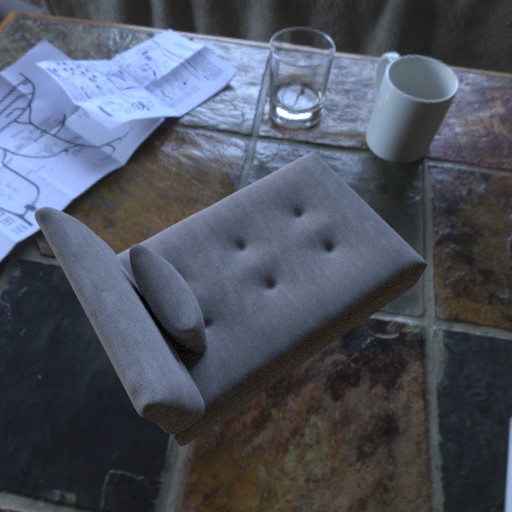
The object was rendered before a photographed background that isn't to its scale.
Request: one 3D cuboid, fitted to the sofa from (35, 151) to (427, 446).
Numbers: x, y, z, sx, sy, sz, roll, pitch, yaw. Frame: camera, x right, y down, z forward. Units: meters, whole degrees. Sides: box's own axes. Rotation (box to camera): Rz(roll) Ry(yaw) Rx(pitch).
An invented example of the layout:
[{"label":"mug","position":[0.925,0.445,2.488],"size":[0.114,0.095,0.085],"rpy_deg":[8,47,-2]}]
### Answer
[{"label":"sofa","position":[0.000,0.000,2.020],"size":[1.450,0.820,0.930],"rpy_deg":[-31,64,-17]}]
